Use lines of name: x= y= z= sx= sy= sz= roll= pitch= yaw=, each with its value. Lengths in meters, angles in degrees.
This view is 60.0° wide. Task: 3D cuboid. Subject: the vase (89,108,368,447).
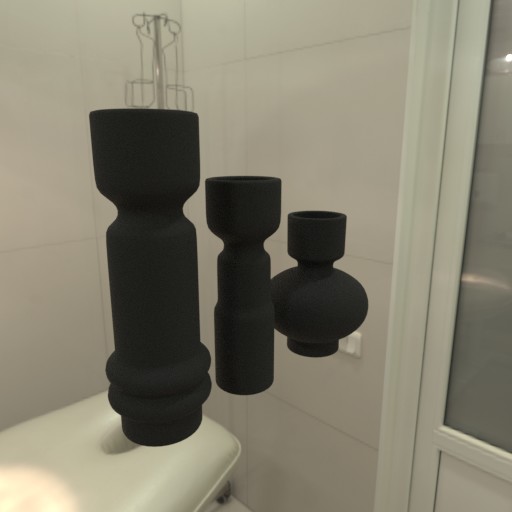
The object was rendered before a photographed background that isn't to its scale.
vase: x=0.000 y=0.000 z=0.420 sx=0.120 sy=0.249 sz=0.307 roll=13 pitch=19 yaw=43
